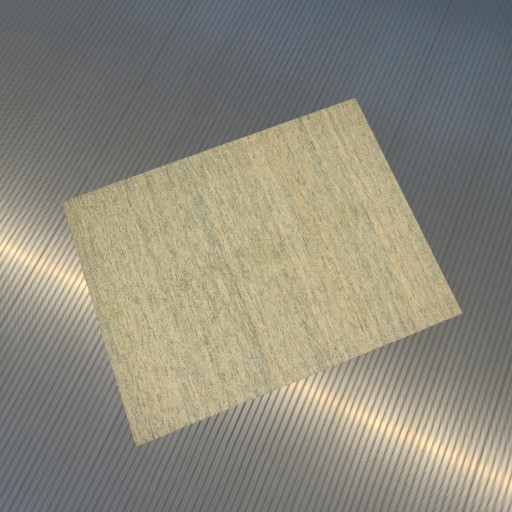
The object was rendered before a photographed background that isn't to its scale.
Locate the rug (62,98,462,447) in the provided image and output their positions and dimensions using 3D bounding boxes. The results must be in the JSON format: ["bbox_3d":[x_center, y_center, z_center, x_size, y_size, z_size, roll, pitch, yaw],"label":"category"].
[{"bbox_3d":[0.000,0.000,4.276,3.201,0.014,2.437,-21,77,-5],"label":"rug"}]
